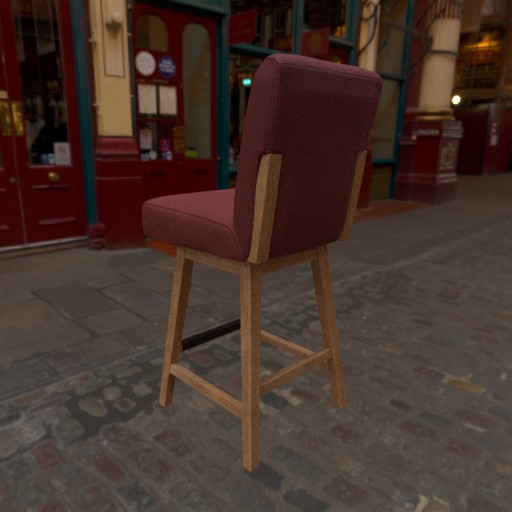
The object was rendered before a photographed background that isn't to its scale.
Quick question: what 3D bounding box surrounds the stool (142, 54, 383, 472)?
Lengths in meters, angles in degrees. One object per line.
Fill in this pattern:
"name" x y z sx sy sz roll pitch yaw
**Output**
"stool" 0.000 0.000 1.345 0.468 1.038 0.562 -14 20 -42
